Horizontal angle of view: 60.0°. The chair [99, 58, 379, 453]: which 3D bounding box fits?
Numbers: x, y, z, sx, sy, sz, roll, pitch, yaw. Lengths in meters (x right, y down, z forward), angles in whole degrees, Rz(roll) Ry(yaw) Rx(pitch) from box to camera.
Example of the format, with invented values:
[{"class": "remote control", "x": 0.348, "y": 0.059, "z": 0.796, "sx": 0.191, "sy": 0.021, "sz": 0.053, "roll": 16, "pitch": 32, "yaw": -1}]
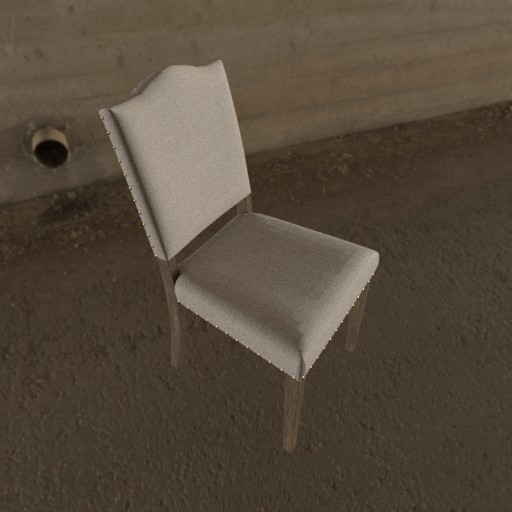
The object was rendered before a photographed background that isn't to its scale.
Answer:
[{"class": "chair", "x": 0.000, "y": 0.000, "z": 1.355, "sx": 0.620, "sy": 1.020, "sz": 0.508, "roll": 24, "pitch": 46, "yaw": 25}]
